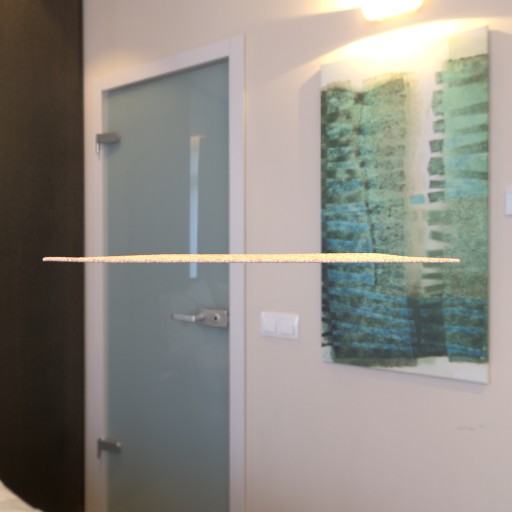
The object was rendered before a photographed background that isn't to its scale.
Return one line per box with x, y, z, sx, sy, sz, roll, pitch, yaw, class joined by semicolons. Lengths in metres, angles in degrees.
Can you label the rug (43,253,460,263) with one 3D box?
0.000;0.000;4.094;2.453;0.043;3.052;0;1;1;rug
